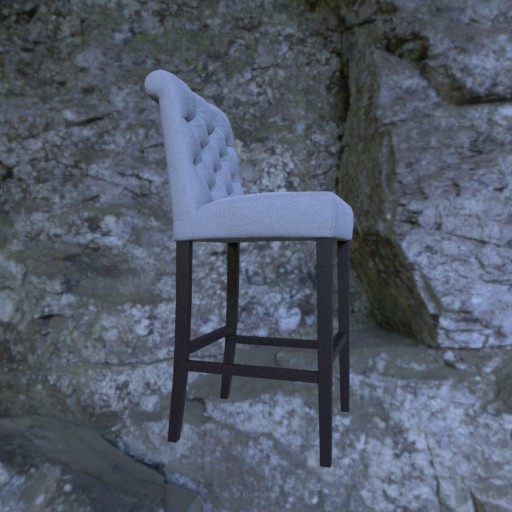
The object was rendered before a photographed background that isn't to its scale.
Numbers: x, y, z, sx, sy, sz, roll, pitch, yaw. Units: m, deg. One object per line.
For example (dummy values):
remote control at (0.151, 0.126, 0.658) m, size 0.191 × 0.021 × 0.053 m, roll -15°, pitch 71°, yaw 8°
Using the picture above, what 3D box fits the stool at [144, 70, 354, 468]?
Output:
stool at (0.000, 0.000, 1.488) m, size 0.601 × 1.140 × 0.493 m, roll 0°, pitch 1°, yaw 18°
